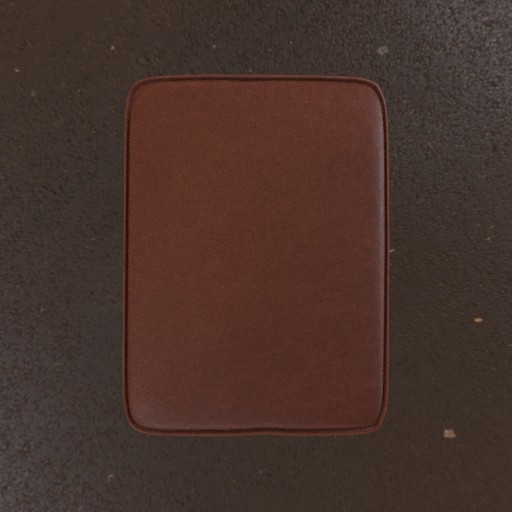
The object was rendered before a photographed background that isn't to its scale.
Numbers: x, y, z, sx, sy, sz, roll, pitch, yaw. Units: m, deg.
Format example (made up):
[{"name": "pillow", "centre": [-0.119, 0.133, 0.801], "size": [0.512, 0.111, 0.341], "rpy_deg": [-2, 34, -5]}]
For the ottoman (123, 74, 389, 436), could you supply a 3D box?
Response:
[{"name": "ottoman", "centre": [0.000, 0.000, 1.090], "size": [0.548, 0.449, 0.749], "rpy_deg": [0, 89, 0]}]
